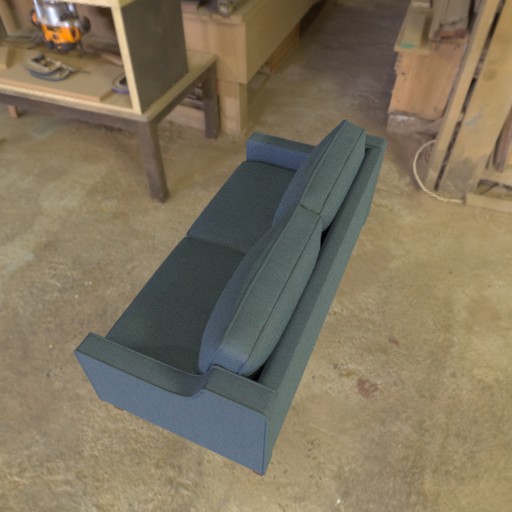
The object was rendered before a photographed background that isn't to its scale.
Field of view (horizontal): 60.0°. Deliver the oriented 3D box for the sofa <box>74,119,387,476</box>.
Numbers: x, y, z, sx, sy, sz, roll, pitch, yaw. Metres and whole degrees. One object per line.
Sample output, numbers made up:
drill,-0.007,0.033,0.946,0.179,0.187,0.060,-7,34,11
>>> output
sofa,0.000,0.000,2.828,1.066,1.071,2.178,18,49,16
